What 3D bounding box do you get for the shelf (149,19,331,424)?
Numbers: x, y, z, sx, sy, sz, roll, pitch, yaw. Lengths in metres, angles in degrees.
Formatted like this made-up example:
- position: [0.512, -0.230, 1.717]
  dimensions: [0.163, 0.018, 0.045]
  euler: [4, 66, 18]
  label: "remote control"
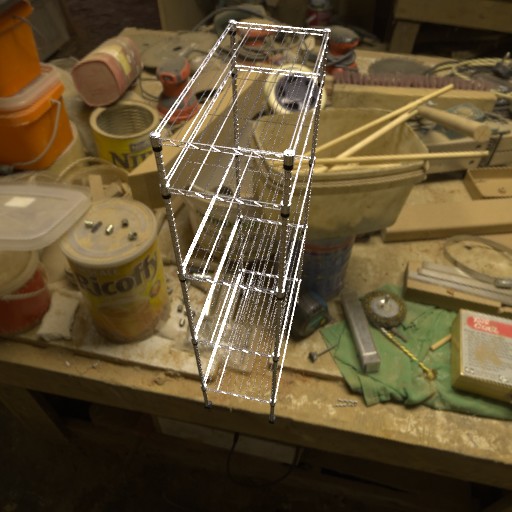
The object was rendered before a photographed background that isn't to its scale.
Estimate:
- position: [0.000, 0.000, 1.865]
  dimensions: [0.356, 1.587, 0.762]
  euler: [10, 49, 9]
  label: "shelf"
